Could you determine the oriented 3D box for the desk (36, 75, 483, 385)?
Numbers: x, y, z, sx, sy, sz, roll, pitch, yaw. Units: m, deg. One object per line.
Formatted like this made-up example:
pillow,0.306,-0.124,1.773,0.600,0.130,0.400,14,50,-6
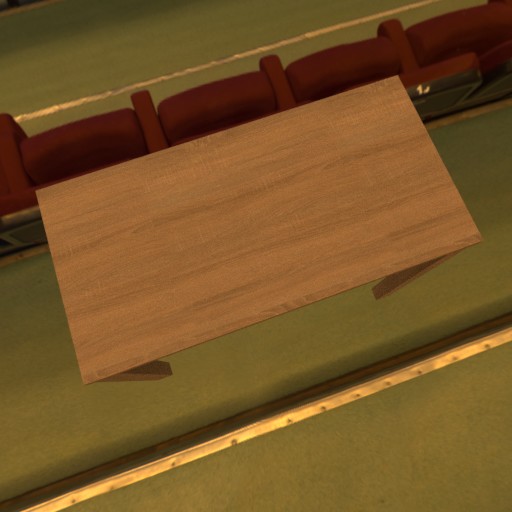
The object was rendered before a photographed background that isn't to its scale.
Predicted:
desk,0.000,0.000,1.455,0.991,0.762,0.495,-19,76,-5
